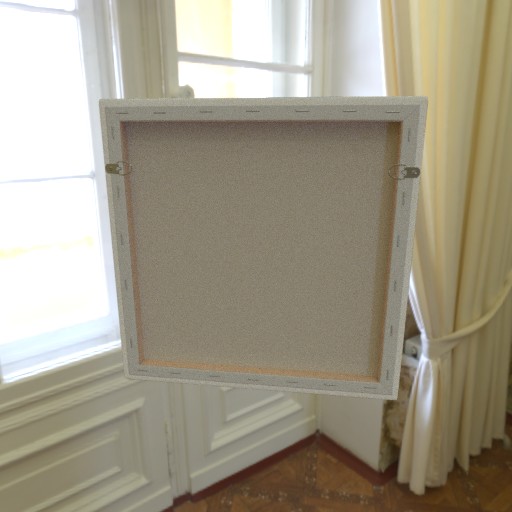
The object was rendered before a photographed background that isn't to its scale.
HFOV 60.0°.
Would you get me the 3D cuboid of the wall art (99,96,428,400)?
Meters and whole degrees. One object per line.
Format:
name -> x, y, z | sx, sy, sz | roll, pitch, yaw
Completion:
wall art -> 0.000, 0.000, 1.356 | 0.912, 0.914, 0.039 | 2, 16, 8
